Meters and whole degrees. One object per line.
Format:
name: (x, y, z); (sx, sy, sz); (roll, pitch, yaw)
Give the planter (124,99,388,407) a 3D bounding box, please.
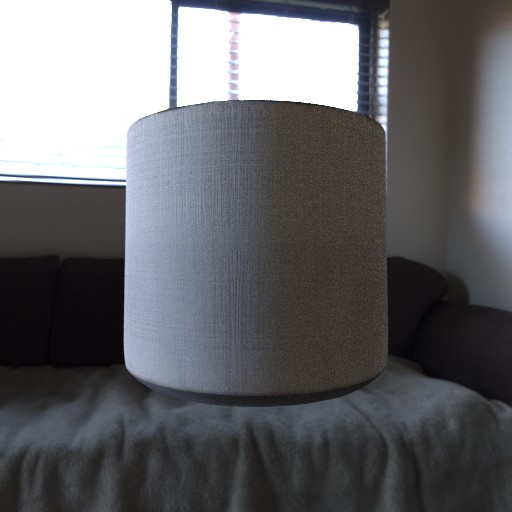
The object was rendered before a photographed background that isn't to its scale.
planter: (0.000, 0.000, 0.386); (0.221, 0.201, 0.221); (0, 0, 0)
